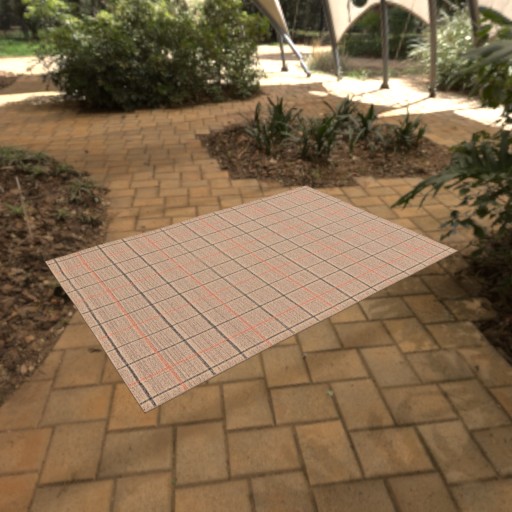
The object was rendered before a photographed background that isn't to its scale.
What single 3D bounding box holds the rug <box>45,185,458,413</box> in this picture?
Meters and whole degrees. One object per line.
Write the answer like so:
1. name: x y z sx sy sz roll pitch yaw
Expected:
1. rug: 0.000 0.000 2.358 1.829 0.013 1.220 -20 36 -31
